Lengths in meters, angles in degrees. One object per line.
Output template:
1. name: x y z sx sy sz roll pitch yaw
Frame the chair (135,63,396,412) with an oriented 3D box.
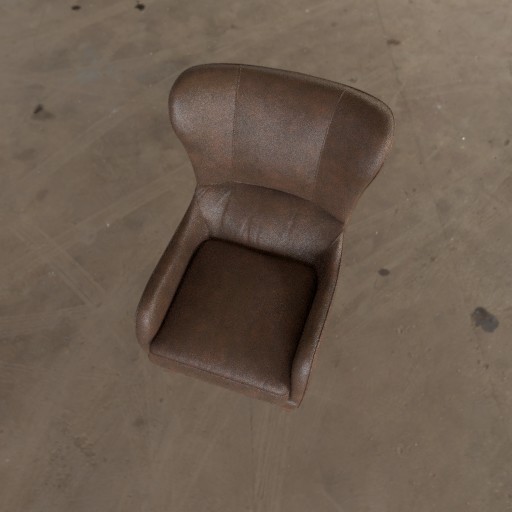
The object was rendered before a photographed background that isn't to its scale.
1. chair: 0.000 0.000 1.635 0.692 1.048 0.914 16 60 9
